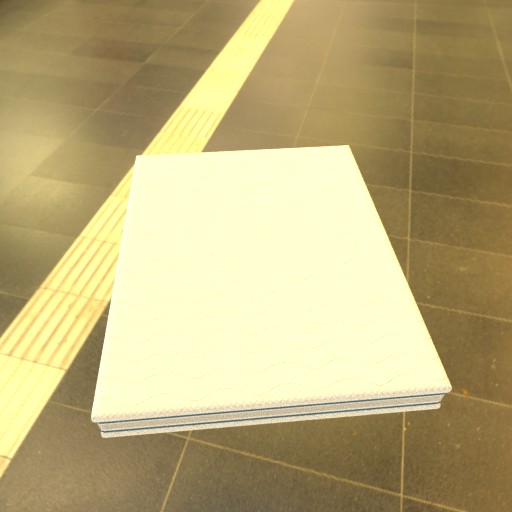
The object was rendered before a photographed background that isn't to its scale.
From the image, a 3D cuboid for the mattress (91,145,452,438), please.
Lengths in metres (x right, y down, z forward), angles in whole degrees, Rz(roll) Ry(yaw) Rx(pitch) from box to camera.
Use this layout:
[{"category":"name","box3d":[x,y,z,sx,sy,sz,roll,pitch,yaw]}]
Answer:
[{"category":"mattress","box3d":[0.000,0.000,2.704,1.600,0.230,2.000,-4,46,-4]}]
